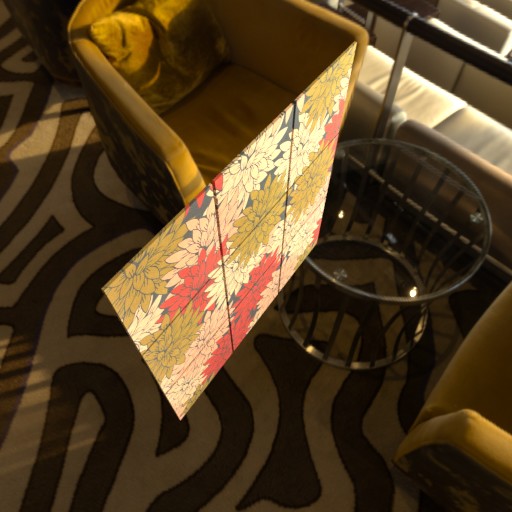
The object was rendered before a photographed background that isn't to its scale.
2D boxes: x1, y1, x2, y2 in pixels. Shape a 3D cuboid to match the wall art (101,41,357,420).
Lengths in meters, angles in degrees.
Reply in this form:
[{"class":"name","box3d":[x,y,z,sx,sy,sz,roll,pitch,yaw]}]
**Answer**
[{"class":"wall art","box3d":[0.000,0.000,2.244,0.013,1.534,1.519,30,62,18]}]
